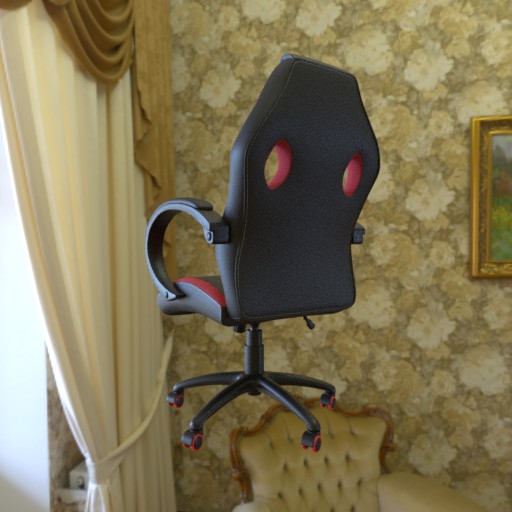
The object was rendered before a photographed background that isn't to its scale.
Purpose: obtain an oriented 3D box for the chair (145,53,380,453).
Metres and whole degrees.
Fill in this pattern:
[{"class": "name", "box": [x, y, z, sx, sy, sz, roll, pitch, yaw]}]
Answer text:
[{"class": "chair", "box": [0.000, 0.000, 1.611, 0.673, 1.187, 0.724, -1, 2, -35]}]
